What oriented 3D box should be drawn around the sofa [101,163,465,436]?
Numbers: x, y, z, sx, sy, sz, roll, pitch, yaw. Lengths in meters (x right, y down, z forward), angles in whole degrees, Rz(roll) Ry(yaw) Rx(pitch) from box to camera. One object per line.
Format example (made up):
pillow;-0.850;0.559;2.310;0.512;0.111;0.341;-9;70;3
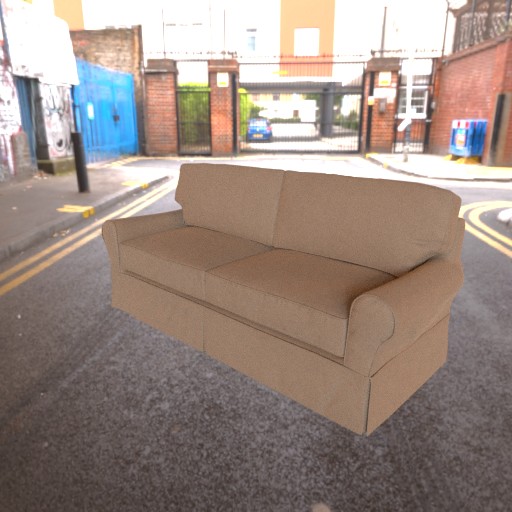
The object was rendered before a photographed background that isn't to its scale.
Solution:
sofa;0.000;0.000;2.724;2.246;1.014;0.900;15;23;41
